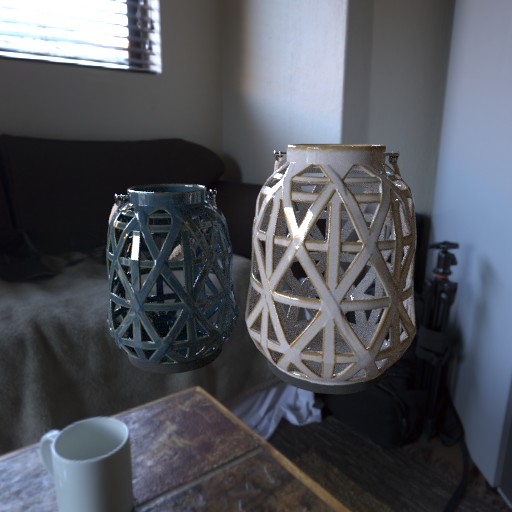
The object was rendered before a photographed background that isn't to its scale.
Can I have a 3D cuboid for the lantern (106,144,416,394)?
[{"bbox_3d":[0.000,0.000,0.629,0.439,0.307,0.245,2,16,8],"label":"lantern"}]
